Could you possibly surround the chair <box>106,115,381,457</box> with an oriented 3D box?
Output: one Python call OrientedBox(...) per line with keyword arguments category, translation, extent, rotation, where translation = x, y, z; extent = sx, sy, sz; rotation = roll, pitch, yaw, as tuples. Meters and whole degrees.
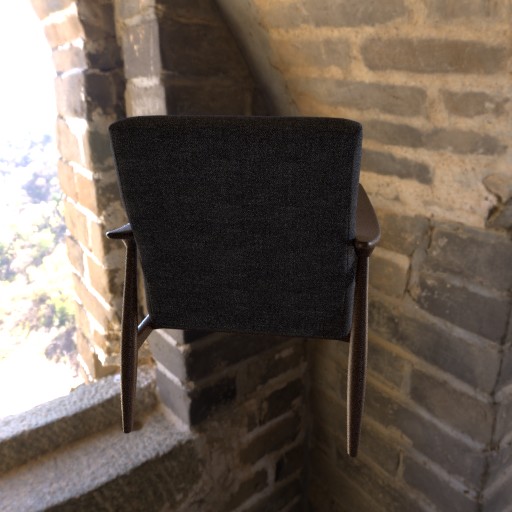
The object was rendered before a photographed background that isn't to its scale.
OrientedBox(category="chair", translation=(0.000, 0.000, 1.407), extent=(0.741, 0.832, 0.798), rotation=(2, 16, 8))
